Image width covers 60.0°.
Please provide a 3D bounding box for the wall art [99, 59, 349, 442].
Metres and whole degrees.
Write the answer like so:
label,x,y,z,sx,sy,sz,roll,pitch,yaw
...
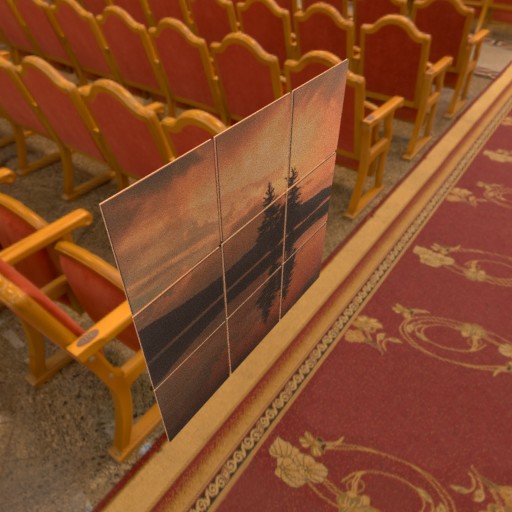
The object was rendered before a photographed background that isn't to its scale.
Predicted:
label,x,y,z,sx,sy,sz,roll,pitch,yaw
wall art,0.000,0.000,2.256,0.013,1.525,1.520,27,49,26
